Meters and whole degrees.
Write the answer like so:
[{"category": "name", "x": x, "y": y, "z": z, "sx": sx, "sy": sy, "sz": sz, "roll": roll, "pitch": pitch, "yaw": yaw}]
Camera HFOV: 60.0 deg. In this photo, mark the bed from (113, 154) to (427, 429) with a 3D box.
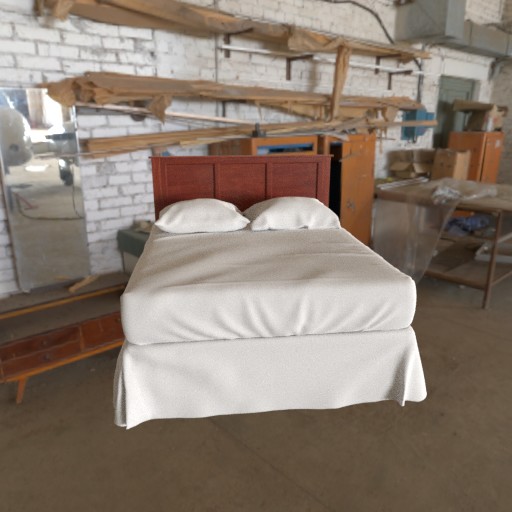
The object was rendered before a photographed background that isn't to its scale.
[{"category": "bed", "x": 0.000, "y": 0.000, "z": 3.200, "sx": 1.870, "sy": 1.270, "sz": 2.050, "roll": -2, "pitch": 17, "yaw": -7}]
